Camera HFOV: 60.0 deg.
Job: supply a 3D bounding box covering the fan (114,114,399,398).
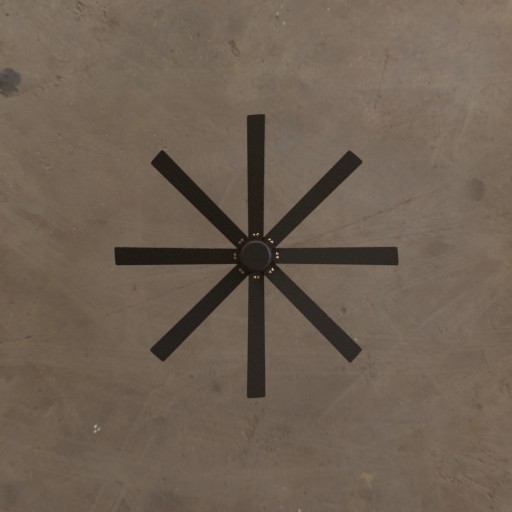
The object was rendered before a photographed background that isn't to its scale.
[{"bbox_3d":[0.000,0.000,2.729,1.830,0.472,1.830,0,90,0],"label":"fan"}]
